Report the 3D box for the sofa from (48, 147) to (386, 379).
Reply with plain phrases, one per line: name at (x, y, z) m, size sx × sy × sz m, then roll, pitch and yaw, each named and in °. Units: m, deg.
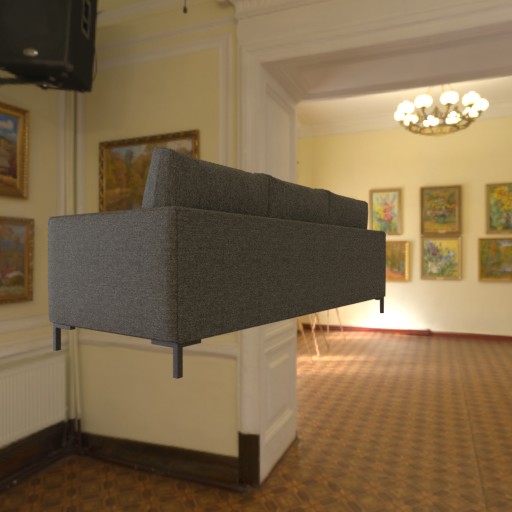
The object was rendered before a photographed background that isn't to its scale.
sofa at (0.000, 0.000, 2.737) m, size 0.876 × 0.879 × 2.253 m, roll 0°, pitch 0°, yaw 35°
